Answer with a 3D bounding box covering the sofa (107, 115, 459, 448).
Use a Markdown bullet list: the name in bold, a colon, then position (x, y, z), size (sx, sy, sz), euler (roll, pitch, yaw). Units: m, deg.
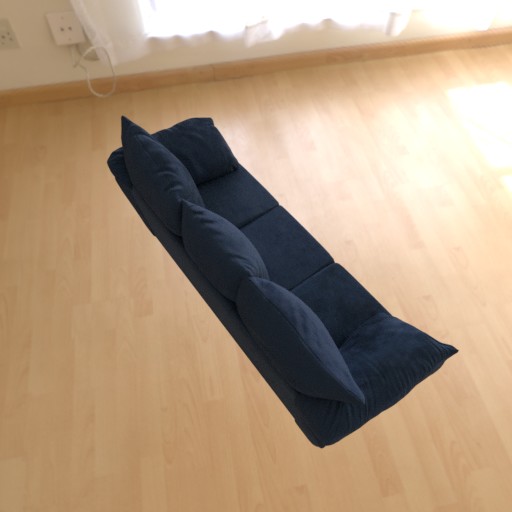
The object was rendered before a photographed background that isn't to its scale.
- **sofa**: position (0.000, 0.000, 2.833), size (0.907, 1.091, 2.390), euler (-32, 63, -19)
